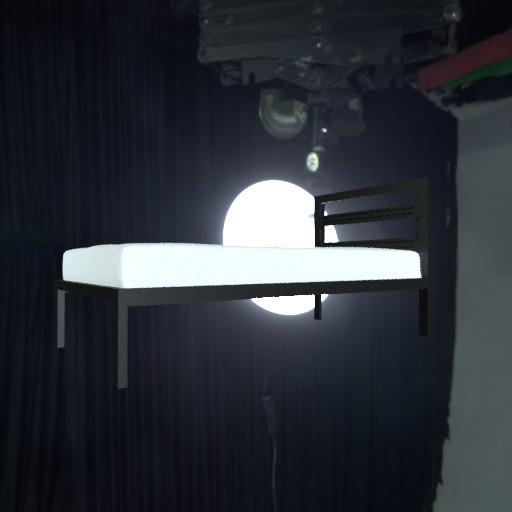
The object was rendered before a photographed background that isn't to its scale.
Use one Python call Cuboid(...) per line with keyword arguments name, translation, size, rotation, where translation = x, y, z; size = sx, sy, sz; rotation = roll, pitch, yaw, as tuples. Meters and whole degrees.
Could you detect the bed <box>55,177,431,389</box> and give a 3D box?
Cuboid(name="bed", translation=(0.000, 0.000, 2.540), size=(1.930, 0.967, 0.991), rotation=(1, -1, -36))
